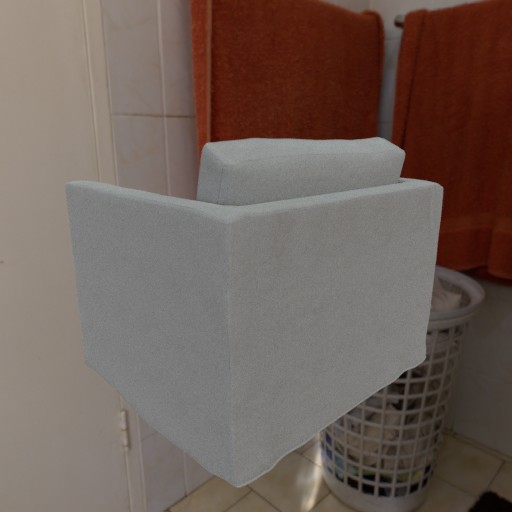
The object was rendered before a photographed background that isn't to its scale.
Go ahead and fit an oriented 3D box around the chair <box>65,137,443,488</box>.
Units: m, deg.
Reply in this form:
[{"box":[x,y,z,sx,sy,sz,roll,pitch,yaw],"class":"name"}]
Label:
[{"box":[0.000,0.000,1.662,1.057,0.863,0.949,-14,21,-41],"class":"chair"}]
